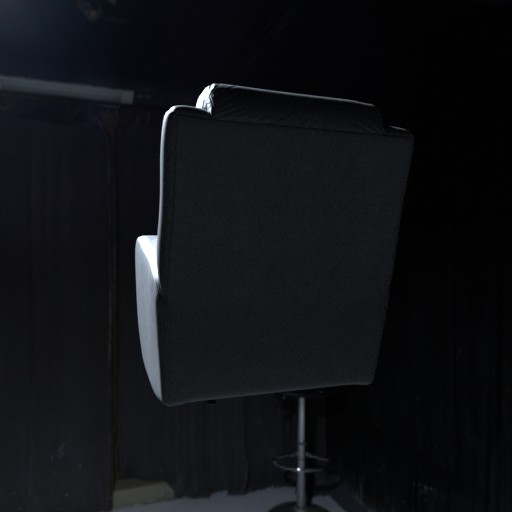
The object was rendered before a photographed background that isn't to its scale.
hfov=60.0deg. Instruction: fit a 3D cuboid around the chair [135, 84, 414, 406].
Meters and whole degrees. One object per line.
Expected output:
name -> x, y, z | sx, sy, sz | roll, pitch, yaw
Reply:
chair -> 0.000, 0.000, 1.925 | 0.967, 1.116, 1.068 | 0, 1, -18
